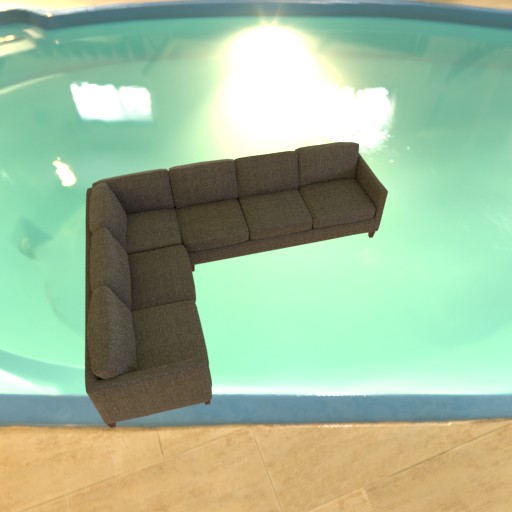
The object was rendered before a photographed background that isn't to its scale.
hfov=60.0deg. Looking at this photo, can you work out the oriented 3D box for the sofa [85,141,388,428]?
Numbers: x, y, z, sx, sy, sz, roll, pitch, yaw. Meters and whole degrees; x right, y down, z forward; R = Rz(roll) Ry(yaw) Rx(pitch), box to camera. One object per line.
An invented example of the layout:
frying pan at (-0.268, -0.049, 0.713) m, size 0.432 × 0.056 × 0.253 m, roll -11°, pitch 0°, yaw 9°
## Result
sofa at (0.000, 0.000, 4.586) m, size 3.302 × 0.947 × 2.593 m, roll -11°, pitch 47°, yaw -10°
